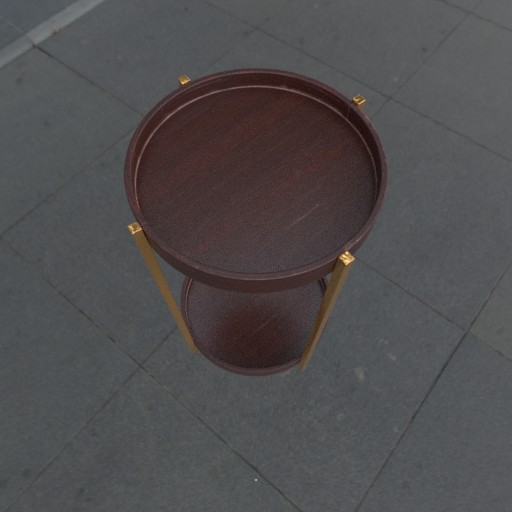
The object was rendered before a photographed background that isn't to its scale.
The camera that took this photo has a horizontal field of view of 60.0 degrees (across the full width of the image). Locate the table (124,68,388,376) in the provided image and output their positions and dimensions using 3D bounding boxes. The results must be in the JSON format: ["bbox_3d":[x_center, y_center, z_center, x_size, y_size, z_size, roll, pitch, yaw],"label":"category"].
[{"bbox_3d":[0.000,0.000,0.893,0.400,0.610,0.400,-33,68,-15],"label":"table"}]
